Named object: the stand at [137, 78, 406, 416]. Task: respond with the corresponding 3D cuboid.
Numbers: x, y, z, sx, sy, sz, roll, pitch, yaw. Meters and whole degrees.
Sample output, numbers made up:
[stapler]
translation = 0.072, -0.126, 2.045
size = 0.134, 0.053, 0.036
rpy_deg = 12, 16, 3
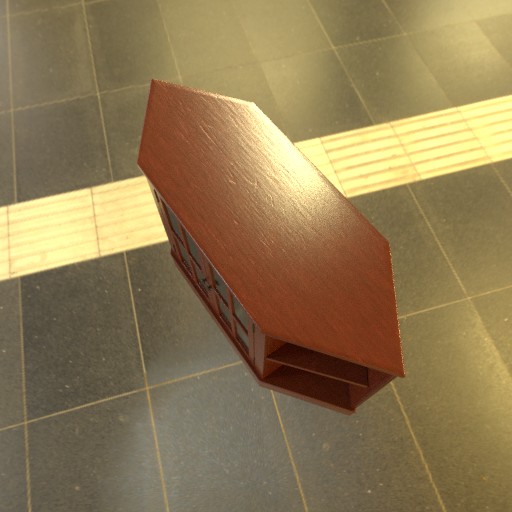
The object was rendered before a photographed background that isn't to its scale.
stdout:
[stand]
translation = 0.000, 0.000, 1.387
size = 0.381, 0.614, 1.072
rpy_deg = -32, 67, -15
